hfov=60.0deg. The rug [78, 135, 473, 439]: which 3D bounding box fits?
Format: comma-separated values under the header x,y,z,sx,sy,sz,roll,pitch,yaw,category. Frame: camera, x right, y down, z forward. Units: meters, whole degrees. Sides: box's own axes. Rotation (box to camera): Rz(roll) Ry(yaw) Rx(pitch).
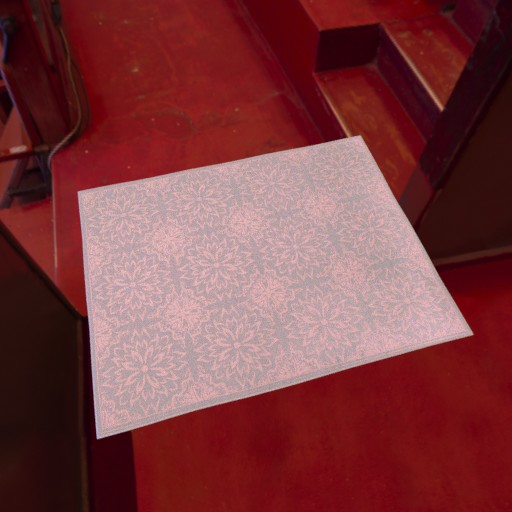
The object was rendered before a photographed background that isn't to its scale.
x,y,z,sx,sy,sz,roll,pitch,yaw,category
0.000,0.000,3.954,2.980,0.012,2.363,-13,59,-8,rug
